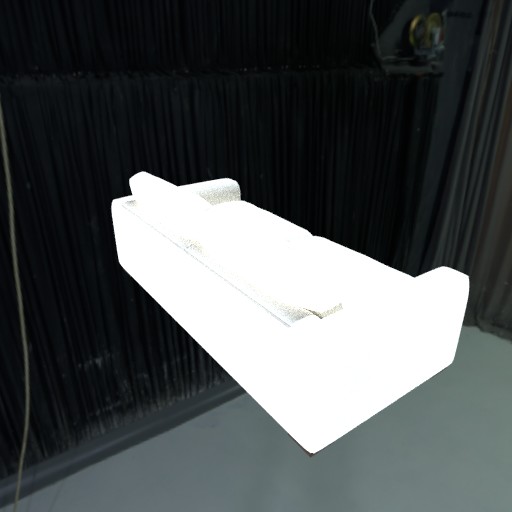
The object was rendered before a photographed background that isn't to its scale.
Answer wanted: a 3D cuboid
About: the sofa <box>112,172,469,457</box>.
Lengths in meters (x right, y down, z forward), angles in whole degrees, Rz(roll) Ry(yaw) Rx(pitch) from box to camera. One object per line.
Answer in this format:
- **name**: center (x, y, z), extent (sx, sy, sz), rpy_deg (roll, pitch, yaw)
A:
- **sofa**: center (0.000, 0.000, 2.795), extent (1.070, 0.801, 2.262), rpy_deg (-17, 30, -32)
